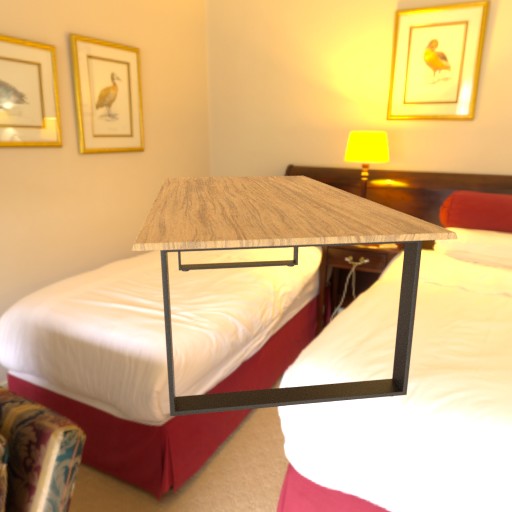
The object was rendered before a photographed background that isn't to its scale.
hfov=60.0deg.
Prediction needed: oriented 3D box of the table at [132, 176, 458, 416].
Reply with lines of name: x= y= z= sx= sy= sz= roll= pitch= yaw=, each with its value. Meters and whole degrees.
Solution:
table: x=0.000 y=0.000 z=1.610 sx=0.693 sy=0.445 sz=1.331 roll=-2 pitch=16 yaw=-8
